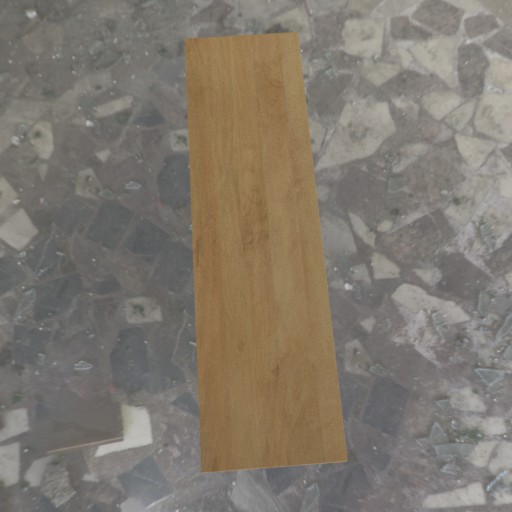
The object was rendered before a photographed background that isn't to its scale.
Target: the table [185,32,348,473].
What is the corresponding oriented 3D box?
[{"bbox_3d":[0.000,0.000,1.767,0.399,0.799,1.400,-4,75,-1],"label":"table"}]
